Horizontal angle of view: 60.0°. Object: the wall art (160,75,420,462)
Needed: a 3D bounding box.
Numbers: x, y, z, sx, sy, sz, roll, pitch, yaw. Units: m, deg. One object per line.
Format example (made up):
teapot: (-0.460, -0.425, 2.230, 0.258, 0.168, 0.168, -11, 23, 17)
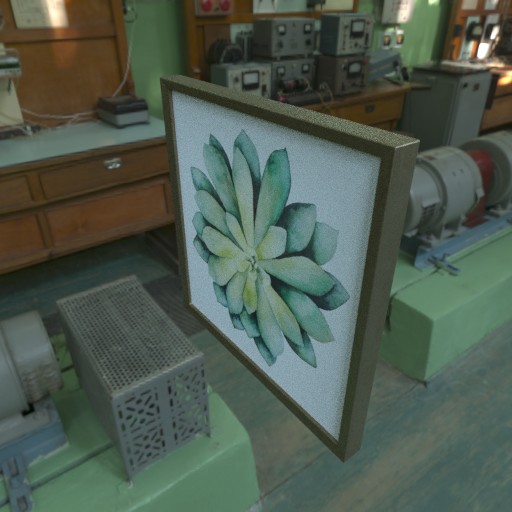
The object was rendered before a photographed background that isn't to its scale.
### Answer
wall art: (0.000, 0.000, 0.747, 0.040, 0.506, 0.503, -22, 37, -31)
